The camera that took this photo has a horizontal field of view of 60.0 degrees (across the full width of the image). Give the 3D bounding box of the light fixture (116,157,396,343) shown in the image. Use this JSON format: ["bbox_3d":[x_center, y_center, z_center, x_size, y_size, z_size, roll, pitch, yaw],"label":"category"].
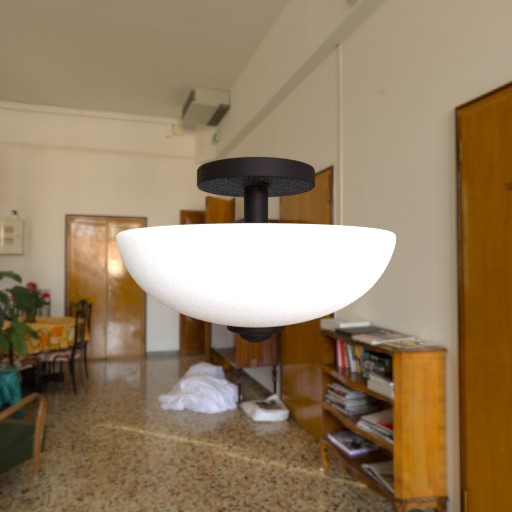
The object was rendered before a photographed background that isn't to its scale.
[{"bbox_3d":[0.000,0.000,0.549,0.331,0.212,0.331,0,-2,0],"label":"light fixture"}]
